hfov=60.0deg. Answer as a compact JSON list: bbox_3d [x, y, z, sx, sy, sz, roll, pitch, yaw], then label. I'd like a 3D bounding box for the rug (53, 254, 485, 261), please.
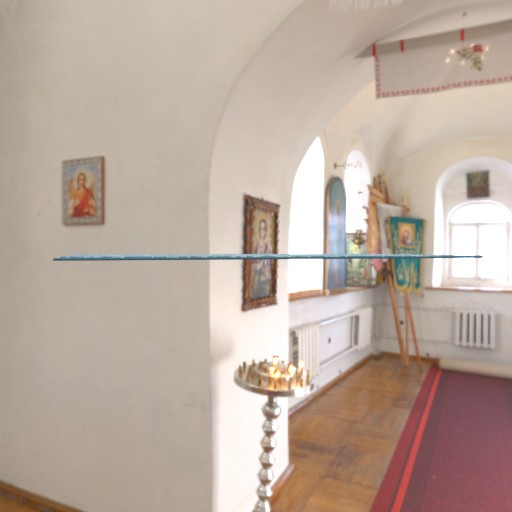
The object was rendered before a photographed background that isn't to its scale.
[{"bbox_3d":[0.000,0.000,3.491,2.746,0.018,1.816,0,1,-19],"label":"rug"}]
